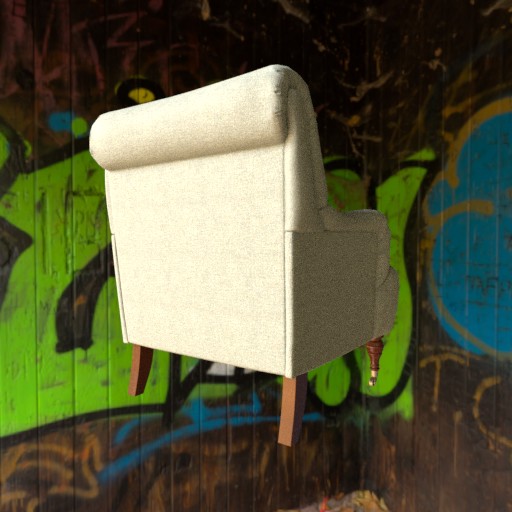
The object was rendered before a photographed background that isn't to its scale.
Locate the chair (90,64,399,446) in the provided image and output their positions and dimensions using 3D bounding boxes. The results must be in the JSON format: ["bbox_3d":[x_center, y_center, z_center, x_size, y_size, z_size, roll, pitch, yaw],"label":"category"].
[{"bbox_3d":[0.000,0.000,1.925,0.964,1.178,1.060,1,2,37],"label":"chair"}]
